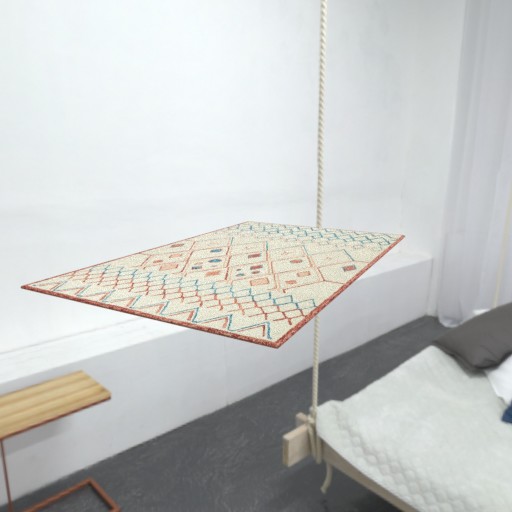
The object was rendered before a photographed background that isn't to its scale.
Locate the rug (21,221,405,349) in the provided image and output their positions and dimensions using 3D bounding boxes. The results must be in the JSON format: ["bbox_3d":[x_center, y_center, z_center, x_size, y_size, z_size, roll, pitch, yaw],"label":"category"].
[{"bbox_3d":[0.000,0.000,3.037,1.524,0.015,2.438,7,16,28],"label":"rug"}]
